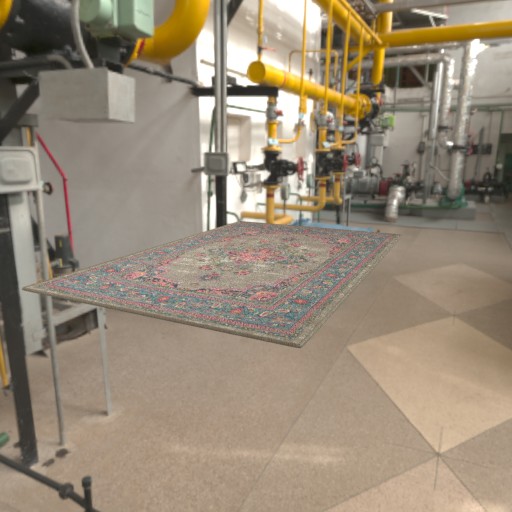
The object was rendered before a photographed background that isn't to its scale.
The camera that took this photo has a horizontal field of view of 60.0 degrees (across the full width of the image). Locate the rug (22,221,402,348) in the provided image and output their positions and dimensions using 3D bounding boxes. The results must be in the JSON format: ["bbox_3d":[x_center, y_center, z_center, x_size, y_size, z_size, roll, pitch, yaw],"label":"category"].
[{"bbox_3d":[0.000,0.000,2.206,1.144,0.014,1.748,7,15,26],"label":"rug"}]
